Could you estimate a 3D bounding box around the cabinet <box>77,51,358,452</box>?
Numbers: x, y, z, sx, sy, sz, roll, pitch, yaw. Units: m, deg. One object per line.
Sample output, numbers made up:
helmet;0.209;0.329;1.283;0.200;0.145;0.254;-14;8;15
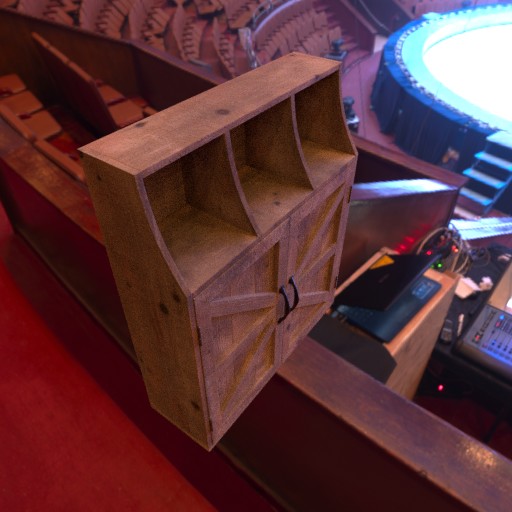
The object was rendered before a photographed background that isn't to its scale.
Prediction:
cabinet;0.000;0.000;0.843;0.184;0.590;0.489;26;47;27
